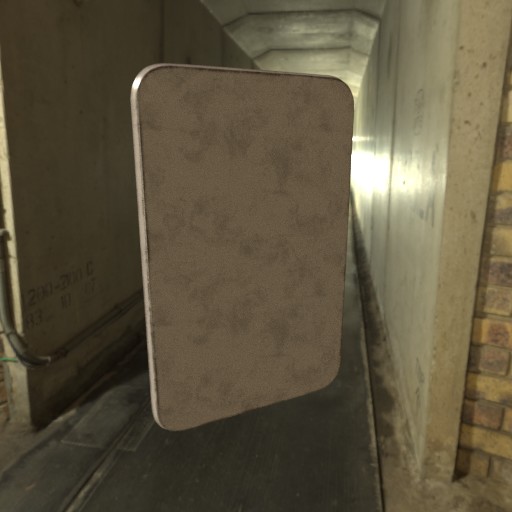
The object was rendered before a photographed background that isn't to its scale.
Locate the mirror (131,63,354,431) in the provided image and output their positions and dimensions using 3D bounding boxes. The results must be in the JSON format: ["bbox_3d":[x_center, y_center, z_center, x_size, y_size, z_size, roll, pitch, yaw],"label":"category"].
[{"bbox_3d":[0.000,0.000,0.908,0.461,0.713,0.024,-7,17,-26],"label":"mirror"}]
